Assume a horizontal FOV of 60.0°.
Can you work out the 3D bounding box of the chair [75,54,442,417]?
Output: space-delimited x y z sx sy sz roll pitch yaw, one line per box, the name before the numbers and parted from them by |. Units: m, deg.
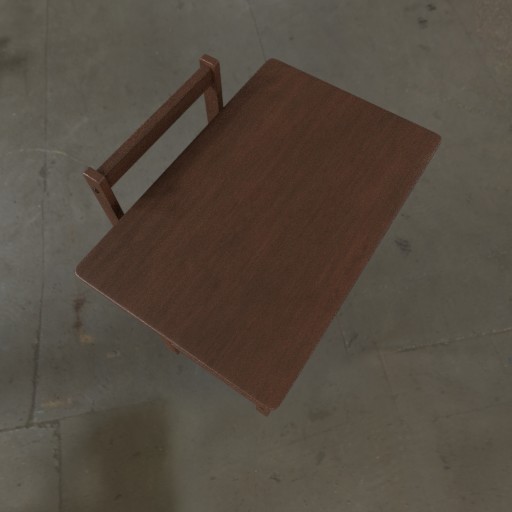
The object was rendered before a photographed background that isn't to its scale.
chair | 0.000 0.000 1.032 0.463 0.673 0.599 31 68 14
